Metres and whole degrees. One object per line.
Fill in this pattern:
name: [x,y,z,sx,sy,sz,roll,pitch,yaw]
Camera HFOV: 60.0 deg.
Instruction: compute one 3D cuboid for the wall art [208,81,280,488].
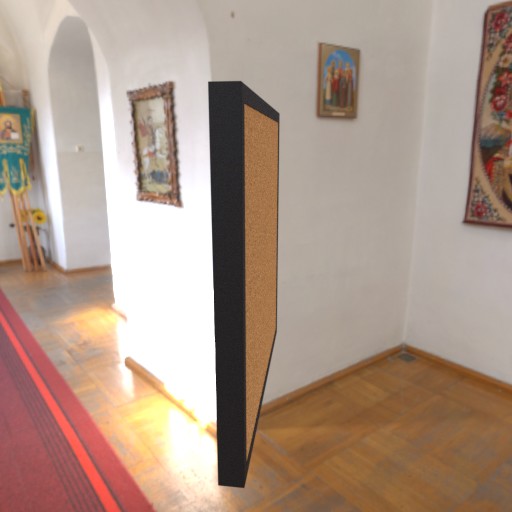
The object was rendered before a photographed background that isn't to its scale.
wall art: [0.000,0.000,0.768,0.036,0.503,0.506,2,14,7]
